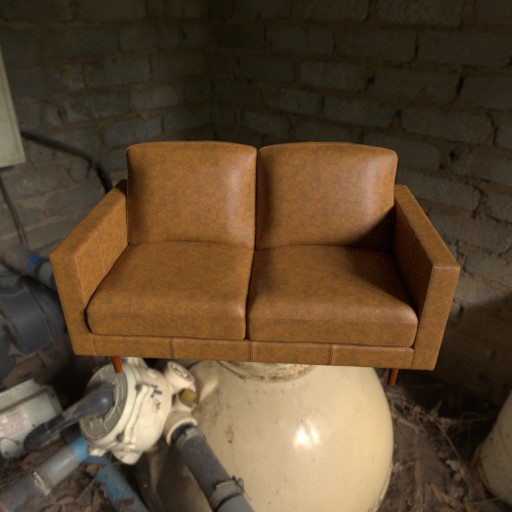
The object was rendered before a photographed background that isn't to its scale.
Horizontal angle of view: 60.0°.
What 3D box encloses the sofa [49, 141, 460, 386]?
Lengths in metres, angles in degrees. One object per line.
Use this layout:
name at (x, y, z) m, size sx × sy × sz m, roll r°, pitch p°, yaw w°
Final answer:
sofa at (0.000, 0.000, 2.144) m, size 1.578 × 0.951 × 0.909 m, roll 2°, pitch 29°, yaw 3°
